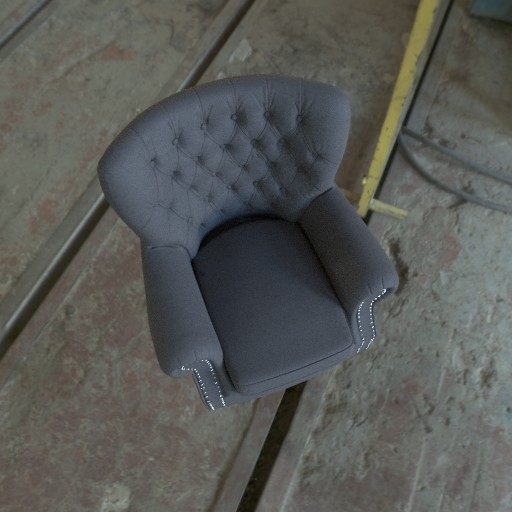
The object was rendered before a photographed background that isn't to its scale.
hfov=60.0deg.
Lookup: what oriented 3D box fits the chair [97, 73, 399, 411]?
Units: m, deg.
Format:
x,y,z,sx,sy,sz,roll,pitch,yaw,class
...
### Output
x,y,z,sx,sy,sz,roll,pitch,yaw,class
0.000,0.000,1.819,0.983,1.046,0.983,-19,65,-9,chair
